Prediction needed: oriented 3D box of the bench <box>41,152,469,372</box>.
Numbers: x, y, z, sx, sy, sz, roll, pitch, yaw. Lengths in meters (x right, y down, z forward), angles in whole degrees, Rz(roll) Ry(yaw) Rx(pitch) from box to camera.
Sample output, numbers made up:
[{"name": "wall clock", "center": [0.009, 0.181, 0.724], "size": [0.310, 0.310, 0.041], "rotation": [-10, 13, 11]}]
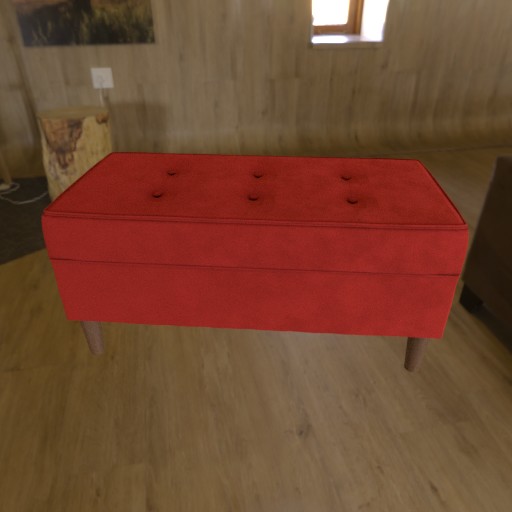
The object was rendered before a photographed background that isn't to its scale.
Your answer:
[{"name": "bench", "center": [0.000, 0.000, 1.327], "size": [1.016, 0.471, 0.492], "rotation": [2, 31, 4]}]
